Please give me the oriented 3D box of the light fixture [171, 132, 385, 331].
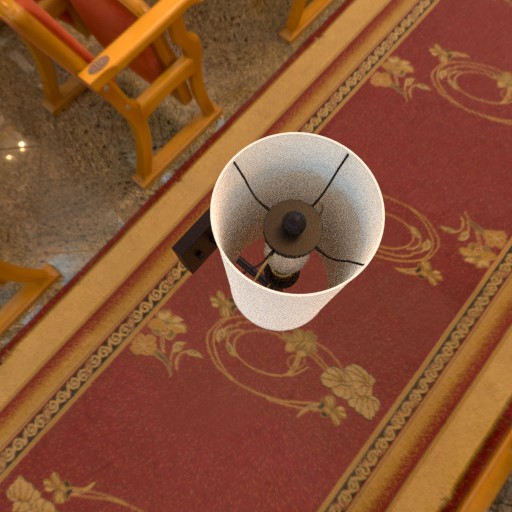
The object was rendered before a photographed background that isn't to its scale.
[{"bbox_3d":[0.000,0.000,0.555,0.208,0.462,0.128,40,79,10],"label":"light fixture"}]
